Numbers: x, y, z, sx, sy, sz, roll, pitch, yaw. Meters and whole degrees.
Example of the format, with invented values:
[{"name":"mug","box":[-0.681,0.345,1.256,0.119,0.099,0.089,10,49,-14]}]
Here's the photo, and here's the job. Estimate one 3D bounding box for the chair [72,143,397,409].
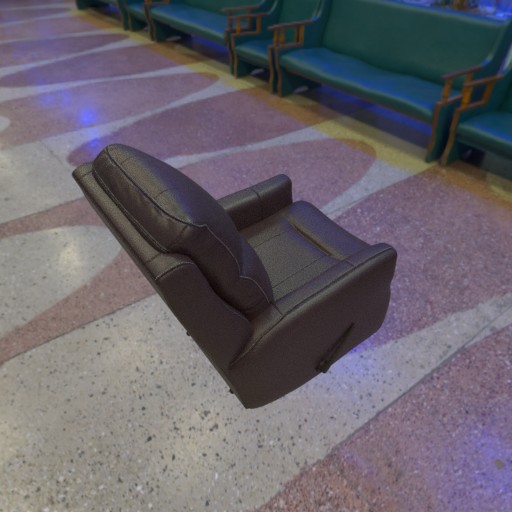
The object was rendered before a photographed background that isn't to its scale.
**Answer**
[{"name":"chair","box":[0.000,0.000,1.816,1.080,1.030,0.829,-25,46,-26]}]
